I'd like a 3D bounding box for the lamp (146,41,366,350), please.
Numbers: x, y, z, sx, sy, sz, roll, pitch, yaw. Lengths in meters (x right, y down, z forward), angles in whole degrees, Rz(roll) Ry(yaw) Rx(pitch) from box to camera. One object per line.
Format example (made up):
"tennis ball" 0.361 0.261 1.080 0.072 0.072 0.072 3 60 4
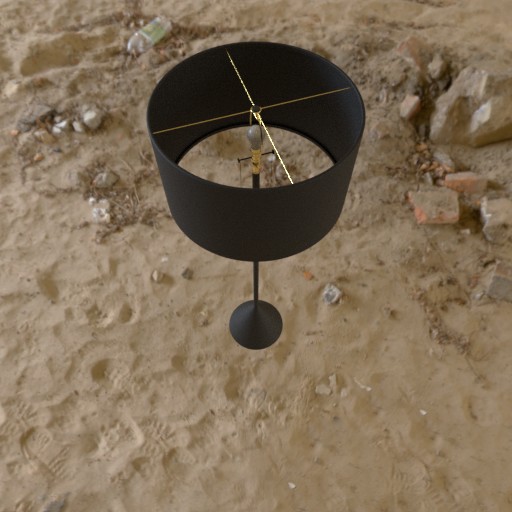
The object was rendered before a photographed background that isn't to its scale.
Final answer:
"lamp" 0.000 0.000 1.827 0.580 1.526 0.580 -16 60 -10
